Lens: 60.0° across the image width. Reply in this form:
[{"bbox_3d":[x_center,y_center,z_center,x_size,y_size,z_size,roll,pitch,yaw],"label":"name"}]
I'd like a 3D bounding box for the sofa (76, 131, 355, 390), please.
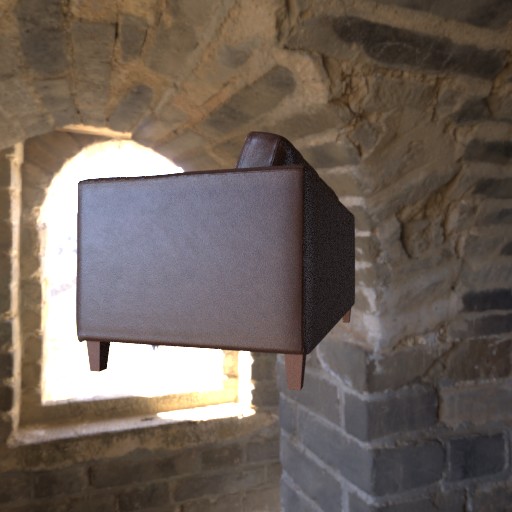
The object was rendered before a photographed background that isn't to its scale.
[{"bbox_3d":[0.000,0.000,2.479,0.951,0.933,1.883,0,0,17],"label":"sofa"}]
